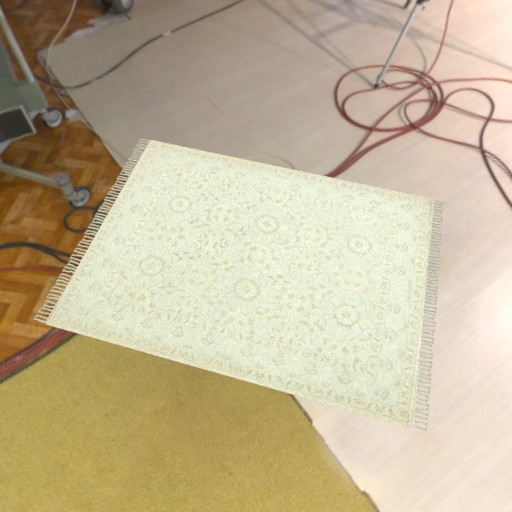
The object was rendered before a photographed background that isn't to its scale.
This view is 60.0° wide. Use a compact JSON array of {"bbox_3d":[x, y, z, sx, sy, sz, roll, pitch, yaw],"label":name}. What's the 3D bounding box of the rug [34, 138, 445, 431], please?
[{"bbox_3d":[0.000,0.000,2.212,1.771,0.015,1.223,14,59,8],"label":"rug"}]
